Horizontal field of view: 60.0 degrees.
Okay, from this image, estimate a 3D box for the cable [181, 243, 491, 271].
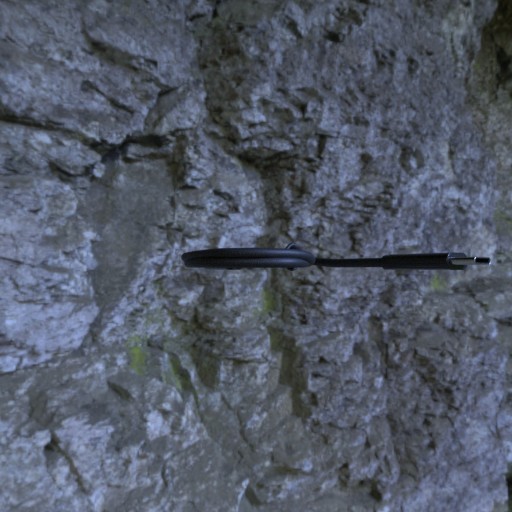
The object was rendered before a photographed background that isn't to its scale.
[{"bbox_3d":[0.000,0.000,0.209,0.070,0.014,0.186,1,-2,-37],"label":"cable"}]
